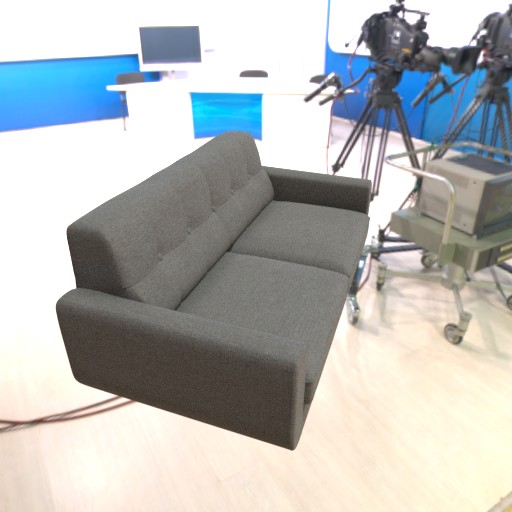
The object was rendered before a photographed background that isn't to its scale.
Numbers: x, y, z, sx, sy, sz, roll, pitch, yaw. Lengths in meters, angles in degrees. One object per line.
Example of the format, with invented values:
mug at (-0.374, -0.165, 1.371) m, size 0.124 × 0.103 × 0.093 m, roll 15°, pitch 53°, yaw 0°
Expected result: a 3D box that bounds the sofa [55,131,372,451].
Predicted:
sofa at (0.000, 0.000, 2.129) m, size 0.909 × 0.841 × 1.631 m, roll 10°, pitch 31°, yaw 18°
